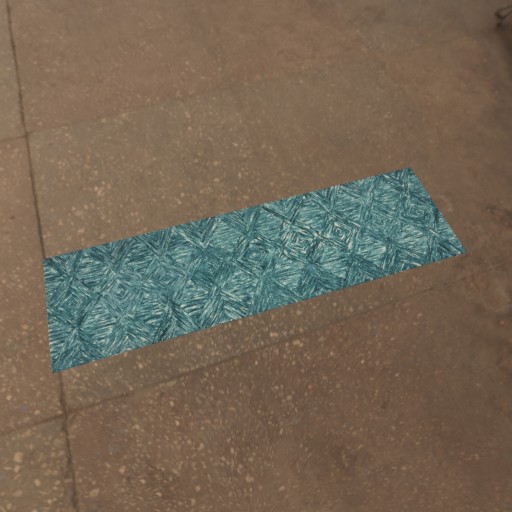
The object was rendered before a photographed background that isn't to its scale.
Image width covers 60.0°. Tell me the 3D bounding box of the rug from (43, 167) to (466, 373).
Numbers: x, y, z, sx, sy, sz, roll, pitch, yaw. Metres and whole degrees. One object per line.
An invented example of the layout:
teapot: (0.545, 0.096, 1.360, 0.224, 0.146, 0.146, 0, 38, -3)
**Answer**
rug: (0.000, 0.000, 2.493, 2.286, 0.016, 0.676, -15, 60, -9)
